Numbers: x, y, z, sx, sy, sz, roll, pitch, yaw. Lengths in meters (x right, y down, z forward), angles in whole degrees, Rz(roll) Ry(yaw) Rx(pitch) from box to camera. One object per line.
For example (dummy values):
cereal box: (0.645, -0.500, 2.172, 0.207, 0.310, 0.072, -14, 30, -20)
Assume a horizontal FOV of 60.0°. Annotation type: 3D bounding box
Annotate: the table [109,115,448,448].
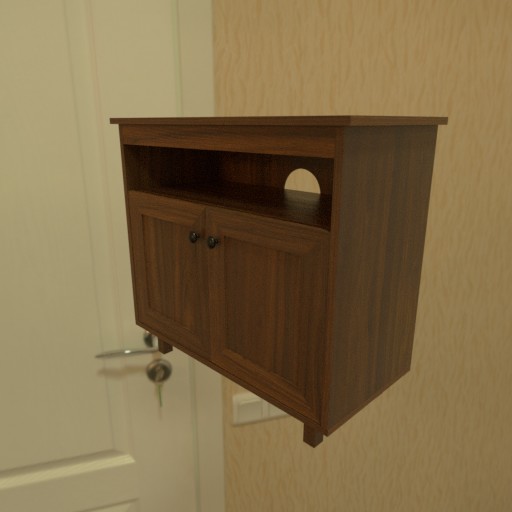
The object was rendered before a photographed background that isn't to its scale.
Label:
table: (0.000, 0.000, 1.215, 0.802, 0.725, 0.390, 16, 23, 43)
